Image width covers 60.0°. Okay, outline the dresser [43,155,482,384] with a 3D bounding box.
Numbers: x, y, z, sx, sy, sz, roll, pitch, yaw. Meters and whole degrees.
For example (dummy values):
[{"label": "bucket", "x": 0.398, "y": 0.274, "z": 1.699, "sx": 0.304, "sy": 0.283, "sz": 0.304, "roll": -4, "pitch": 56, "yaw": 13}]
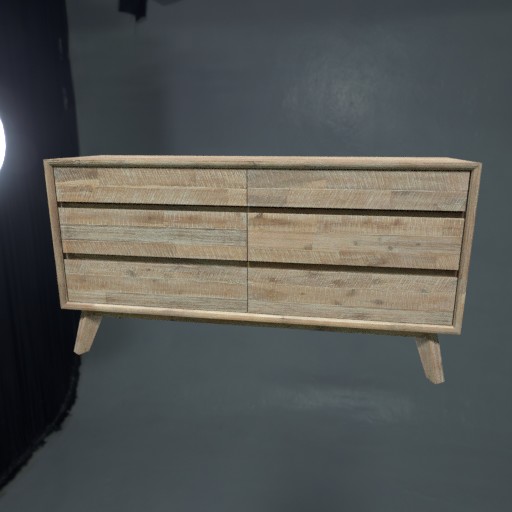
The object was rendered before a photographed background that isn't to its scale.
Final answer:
[{"label": "dresser", "x": 0.000, "y": 0.000, "z": 1.871, "sx": 1.554, "sy": 0.805, "sz": 0.455, "roll": 2, "pitch": 15, "yaw": 9}]
